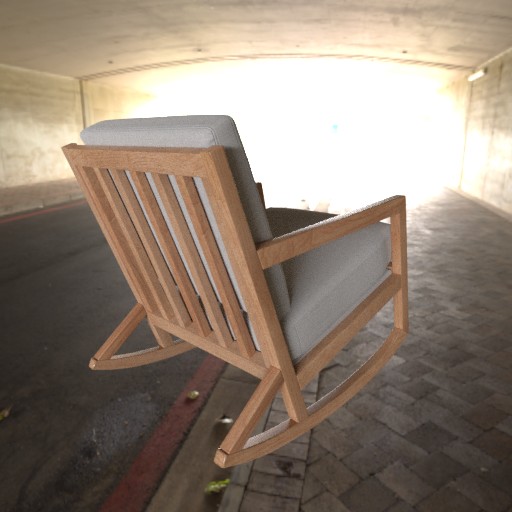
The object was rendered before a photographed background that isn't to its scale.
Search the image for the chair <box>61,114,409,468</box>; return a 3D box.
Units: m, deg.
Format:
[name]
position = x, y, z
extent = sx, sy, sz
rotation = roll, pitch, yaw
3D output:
[chair]
position = 0.000, 0.000, 1.353
extent = 0.622, 0.790, 0.857
rotation = 14, 20, 43
